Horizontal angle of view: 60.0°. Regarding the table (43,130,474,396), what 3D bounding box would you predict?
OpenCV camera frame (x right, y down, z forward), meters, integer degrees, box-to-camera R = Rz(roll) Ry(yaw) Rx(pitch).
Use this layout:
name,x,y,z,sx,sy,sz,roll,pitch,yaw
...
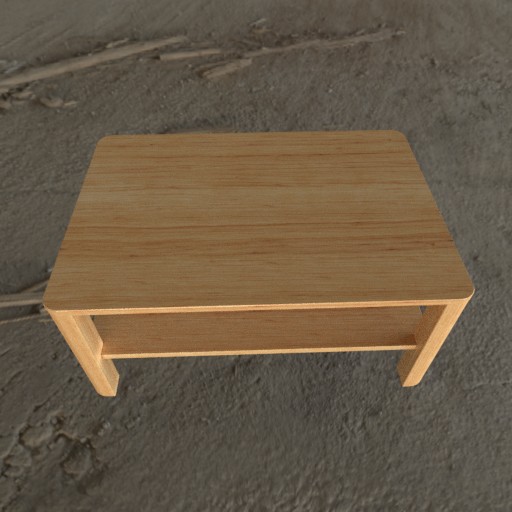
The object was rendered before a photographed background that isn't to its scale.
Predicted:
name,x,y,z,sx,sy,sz,roll,pitch,yaw
table,0.000,0.000,1.395,0.997,0.445,0.696,-1,48,-1
